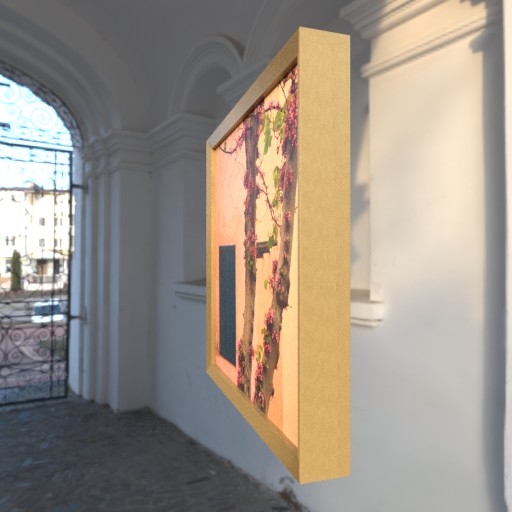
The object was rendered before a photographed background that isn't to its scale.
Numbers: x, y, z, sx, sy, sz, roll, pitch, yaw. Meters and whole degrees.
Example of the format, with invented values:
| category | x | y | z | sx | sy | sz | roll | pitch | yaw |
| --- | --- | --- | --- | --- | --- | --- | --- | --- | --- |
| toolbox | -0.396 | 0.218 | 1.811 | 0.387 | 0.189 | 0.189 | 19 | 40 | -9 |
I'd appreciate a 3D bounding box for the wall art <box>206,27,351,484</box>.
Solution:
| category | x | y | z | sx | sy | sz | roll | pitch | yaw |
| --- | --- | --- | --- | --- | --- | --- | --- | --- | --- |
| wall art | 0.000 | 0.000 | 0.445 | 0.038 | 0.305 | 0.304 | 0 | 0 | -18 |
